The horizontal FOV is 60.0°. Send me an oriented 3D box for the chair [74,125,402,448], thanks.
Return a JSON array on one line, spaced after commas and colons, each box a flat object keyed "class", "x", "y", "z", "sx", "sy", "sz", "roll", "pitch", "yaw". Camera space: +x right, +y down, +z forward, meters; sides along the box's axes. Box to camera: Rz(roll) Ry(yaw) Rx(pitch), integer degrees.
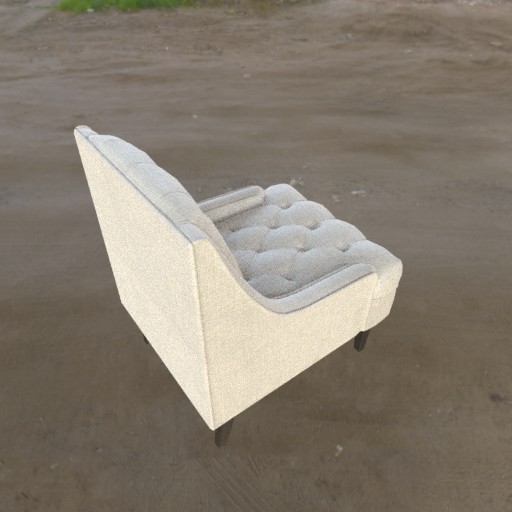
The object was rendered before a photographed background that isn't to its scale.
[{"class": "chair", "x": 0.000, "y": 0.000, "z": 1.455, "sx": 0.772, "sy": 0.891, "sz": 0.658, "roll": -26, "pitch": 46, "yaw": -27}]
